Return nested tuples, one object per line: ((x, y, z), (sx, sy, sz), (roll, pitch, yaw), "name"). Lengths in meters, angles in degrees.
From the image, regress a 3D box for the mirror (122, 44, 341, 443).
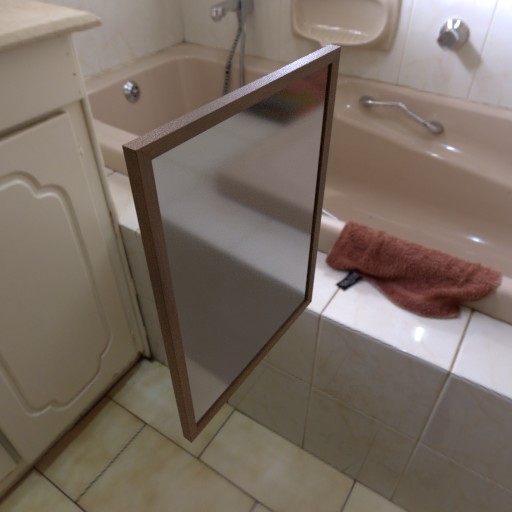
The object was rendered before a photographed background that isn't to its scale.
((0.000, 0.000, 1.328), (0.040, 1.016, 0.762), (25, 46, 26), "mirror")
